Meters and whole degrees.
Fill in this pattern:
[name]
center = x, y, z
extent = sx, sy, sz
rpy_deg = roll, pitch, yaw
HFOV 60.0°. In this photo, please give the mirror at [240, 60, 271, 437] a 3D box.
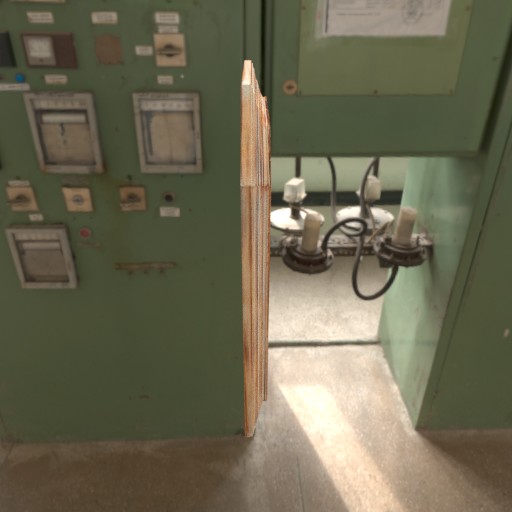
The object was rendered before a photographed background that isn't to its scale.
[mirror]
center = 0.000, 0.000, 1.303
extent = 0.061, 1.015, 0.709
rpy_deg = 0, 30, 0
